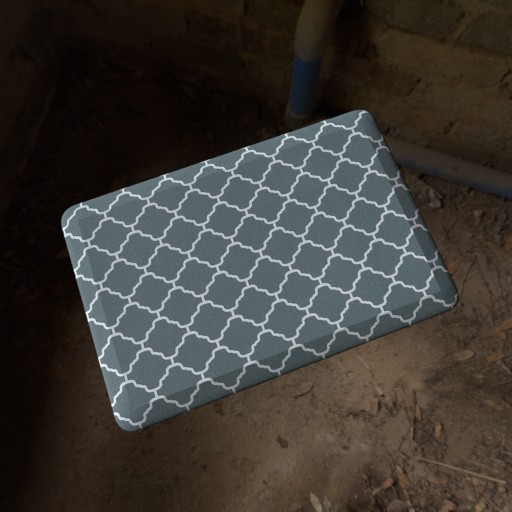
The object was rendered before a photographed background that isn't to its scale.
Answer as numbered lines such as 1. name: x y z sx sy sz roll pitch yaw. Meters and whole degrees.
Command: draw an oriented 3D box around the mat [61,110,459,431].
1. mat: 0.000 0.000 0.963 0.762 0.021 0.508 -20 77 -5
